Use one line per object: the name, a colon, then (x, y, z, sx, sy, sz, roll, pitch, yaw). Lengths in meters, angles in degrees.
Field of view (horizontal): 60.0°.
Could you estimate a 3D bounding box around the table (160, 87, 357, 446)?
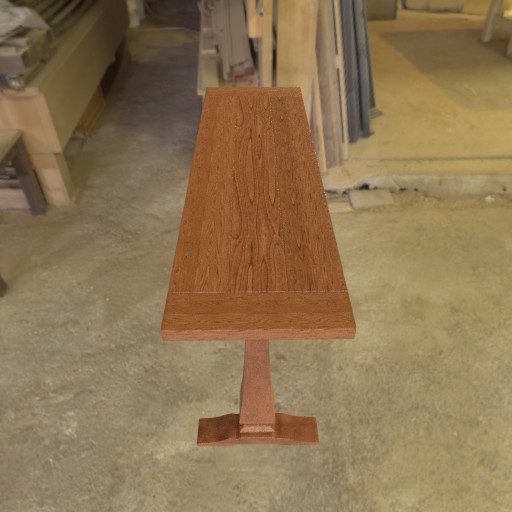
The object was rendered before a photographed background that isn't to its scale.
table: (0.000, 0.000, 1.845, 0.461, 0.852, 1.478, 0, 41, -1)
